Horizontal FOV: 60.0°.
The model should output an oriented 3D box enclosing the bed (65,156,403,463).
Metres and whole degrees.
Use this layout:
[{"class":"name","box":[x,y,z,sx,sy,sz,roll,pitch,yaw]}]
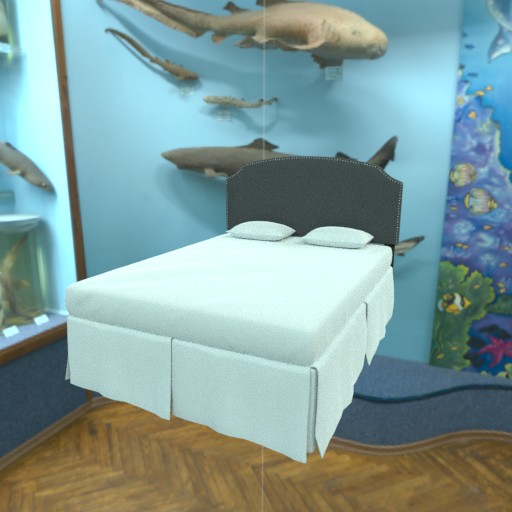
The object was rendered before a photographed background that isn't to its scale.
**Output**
[{"class":"bed","box":[0.000,0.000,2.924,1.558,1.270,1.999,6,15,25]}]
